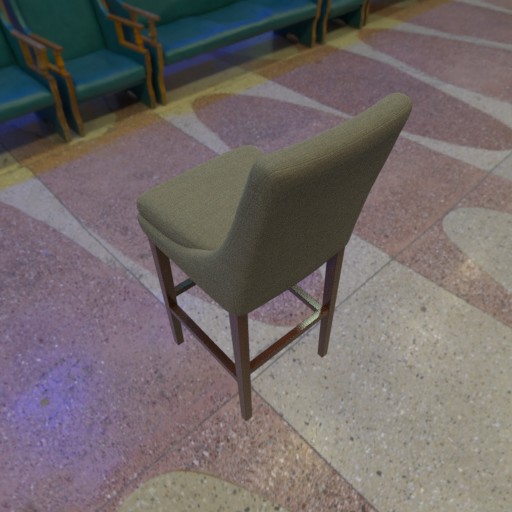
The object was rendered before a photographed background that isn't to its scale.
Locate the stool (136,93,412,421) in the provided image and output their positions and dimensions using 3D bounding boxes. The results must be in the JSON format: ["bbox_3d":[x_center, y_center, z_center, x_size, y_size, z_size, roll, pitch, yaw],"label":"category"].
[{"bbox_3d":[0.000,0.000,1.343,0.470,1.078,0.577,-32,53,-28],"label":"stool"}]
